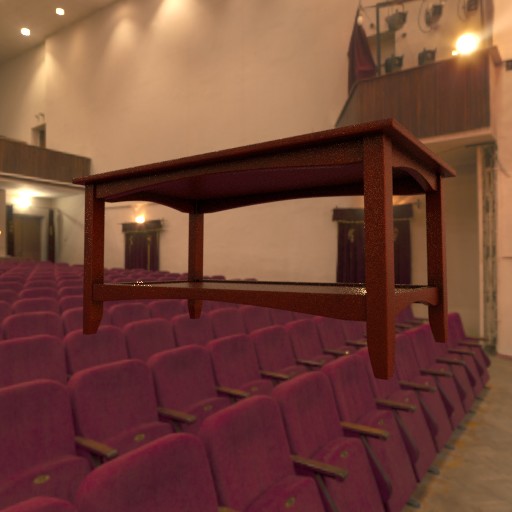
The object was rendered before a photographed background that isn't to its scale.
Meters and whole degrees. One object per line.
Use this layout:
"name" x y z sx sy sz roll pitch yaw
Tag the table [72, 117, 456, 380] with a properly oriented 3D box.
"table" 0.000 0.000 1.239 0.943 0.456 0.533 -1 -1 35
